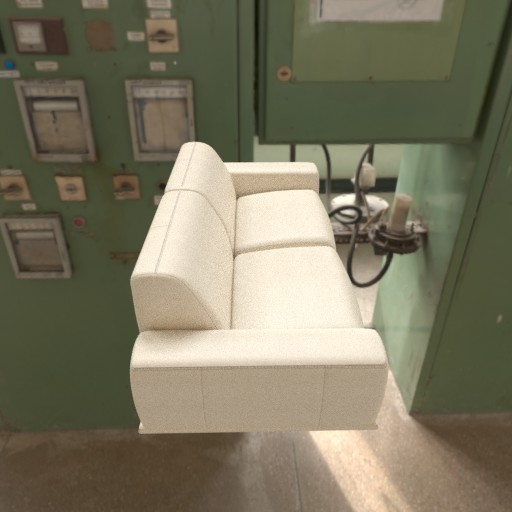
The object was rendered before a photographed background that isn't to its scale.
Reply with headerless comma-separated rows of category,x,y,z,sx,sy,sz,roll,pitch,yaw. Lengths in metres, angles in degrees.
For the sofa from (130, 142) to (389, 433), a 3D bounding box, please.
sofa,0.000,0.000,2.318,0.900,0.772,1.901,-1,32,-1
